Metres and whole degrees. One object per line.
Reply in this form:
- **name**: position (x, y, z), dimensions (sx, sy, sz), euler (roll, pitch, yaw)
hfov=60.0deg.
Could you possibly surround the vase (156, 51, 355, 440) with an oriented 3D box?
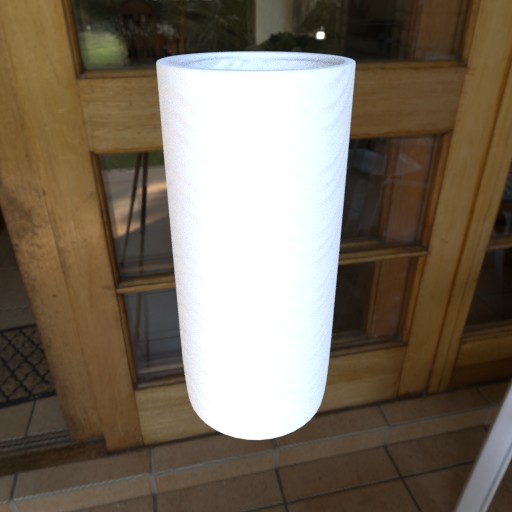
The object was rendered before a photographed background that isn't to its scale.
- **vase**: position (0.000, 0.000, 0.387), dimensions (0.143, 0.316, 0.143), euler (0, 29, 0)
